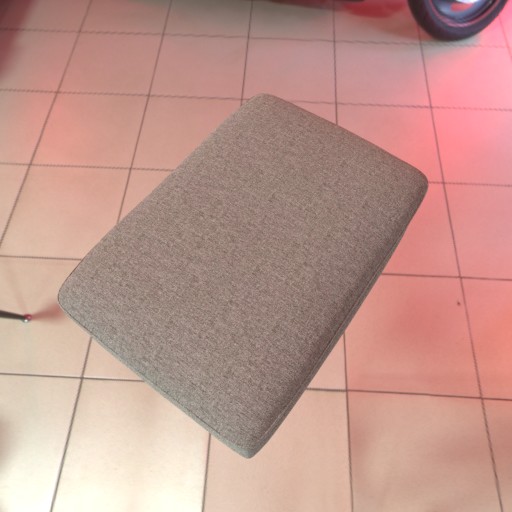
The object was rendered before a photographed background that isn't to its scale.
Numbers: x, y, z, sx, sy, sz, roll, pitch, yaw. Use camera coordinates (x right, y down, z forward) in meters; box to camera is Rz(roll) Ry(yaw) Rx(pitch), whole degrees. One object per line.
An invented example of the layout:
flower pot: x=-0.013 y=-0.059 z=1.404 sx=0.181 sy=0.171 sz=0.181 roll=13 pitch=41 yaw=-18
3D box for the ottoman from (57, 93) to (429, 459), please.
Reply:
ottoman: x=0.000 y=0.000 z=1.387 sx=0.694 sy=0.451 sz=0.977 roll=32 pitch=67 yaw=16
